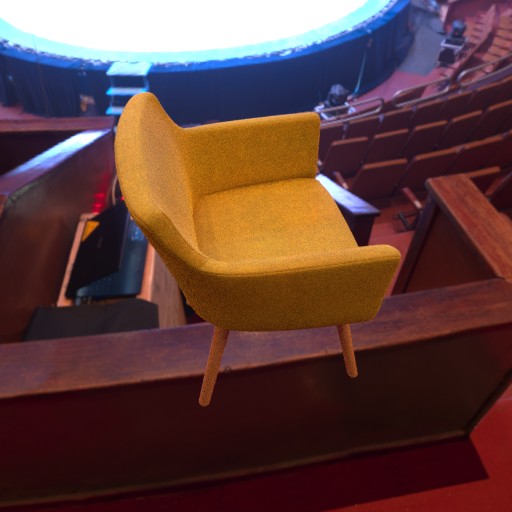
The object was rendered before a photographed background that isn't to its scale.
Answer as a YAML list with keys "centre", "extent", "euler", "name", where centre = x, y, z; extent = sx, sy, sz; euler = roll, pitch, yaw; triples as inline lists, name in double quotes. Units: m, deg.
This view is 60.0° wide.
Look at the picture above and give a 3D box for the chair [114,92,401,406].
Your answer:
- centre: [0.000, 0.000, 1.185]
  extent: [0.570, 0.780, 0.570]
  euler: [-8, 47, -8]
  name: "chair"
